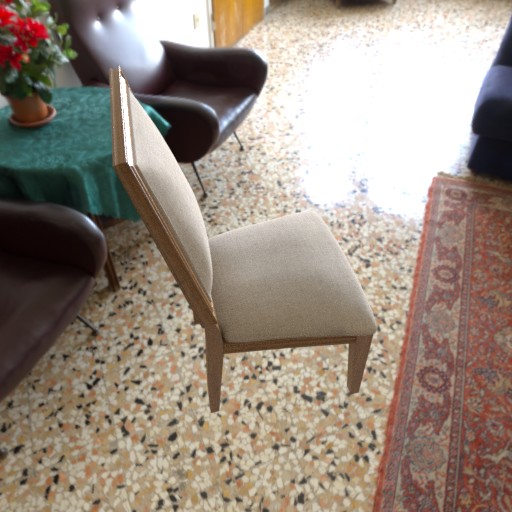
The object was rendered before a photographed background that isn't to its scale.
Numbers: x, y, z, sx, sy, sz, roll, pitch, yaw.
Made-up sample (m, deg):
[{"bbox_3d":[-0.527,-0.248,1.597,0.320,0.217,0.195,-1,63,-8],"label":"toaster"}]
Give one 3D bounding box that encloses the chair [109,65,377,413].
[{"bbox_3d":[0.000,0.000,1.286,0.601,0.988,0.536,-10,46,-10],"label":"chair"}]
